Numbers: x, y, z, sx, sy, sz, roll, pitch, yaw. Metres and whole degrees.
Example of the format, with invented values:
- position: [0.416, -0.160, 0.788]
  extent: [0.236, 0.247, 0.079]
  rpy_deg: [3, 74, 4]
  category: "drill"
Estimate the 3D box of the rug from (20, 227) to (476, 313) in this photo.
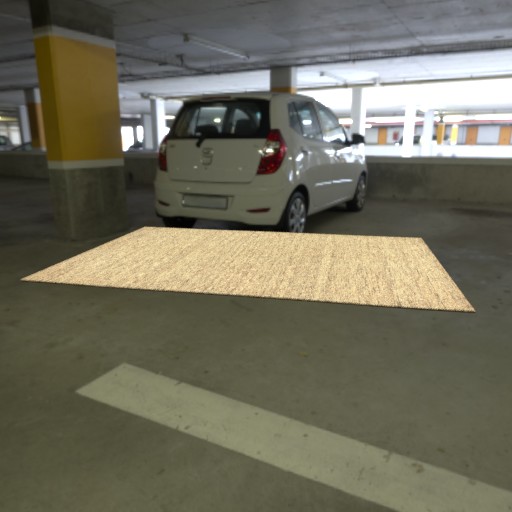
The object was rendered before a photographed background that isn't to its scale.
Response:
- position: [0.000, 0.000, 2.893]
  extent: [2.283, 0.013, 1.547]
  rpy_deg: [3, 15, 11]
  category: "rug"
